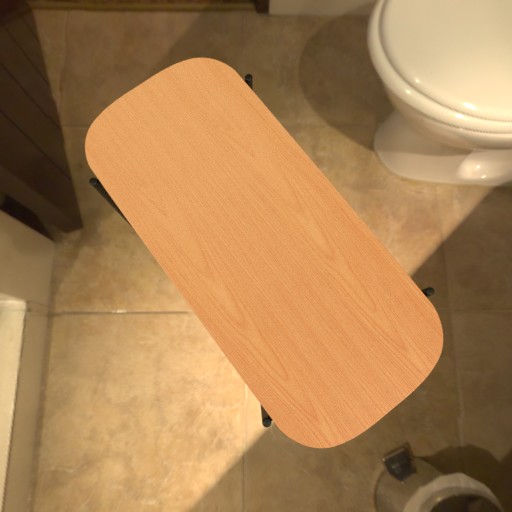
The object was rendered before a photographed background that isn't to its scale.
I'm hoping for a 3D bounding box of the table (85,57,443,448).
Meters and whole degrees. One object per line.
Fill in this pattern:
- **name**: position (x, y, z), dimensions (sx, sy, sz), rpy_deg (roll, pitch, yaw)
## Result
- **table**: position (0.000, 0.000, 1.044), dimensions (0.400, 0.400, 0.800), rpy_deg (-36, 80, -8)
